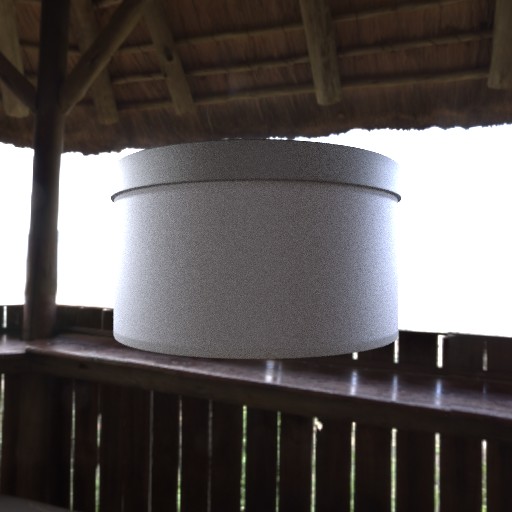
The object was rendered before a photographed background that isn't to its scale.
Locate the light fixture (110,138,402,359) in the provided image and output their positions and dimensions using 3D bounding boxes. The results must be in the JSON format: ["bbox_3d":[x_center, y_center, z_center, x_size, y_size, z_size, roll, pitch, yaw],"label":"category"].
[{"bbox_3d":[0.000,0.000,0.626,0.393,0.229,0.393,0,-1,0],"label":"light fixture"}]
